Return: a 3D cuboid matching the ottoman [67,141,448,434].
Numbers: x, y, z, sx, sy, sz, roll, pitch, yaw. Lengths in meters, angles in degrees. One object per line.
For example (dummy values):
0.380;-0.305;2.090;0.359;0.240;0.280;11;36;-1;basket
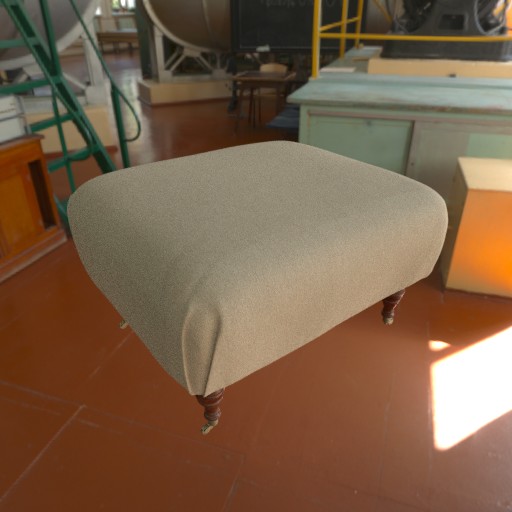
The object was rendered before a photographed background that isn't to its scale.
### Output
0.000;0.000;1.122;0.746;0.450;0.639;-21;35;-32;ottoman
